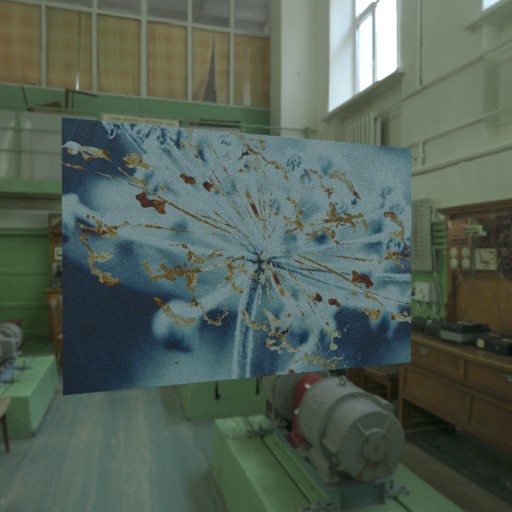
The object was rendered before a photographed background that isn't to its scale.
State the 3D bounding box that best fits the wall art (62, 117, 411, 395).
[{"bbox_3d":[0.000,0.000,0.759,0.607,0.405,0.036,0,1,-19],"label":"wall art"}]
